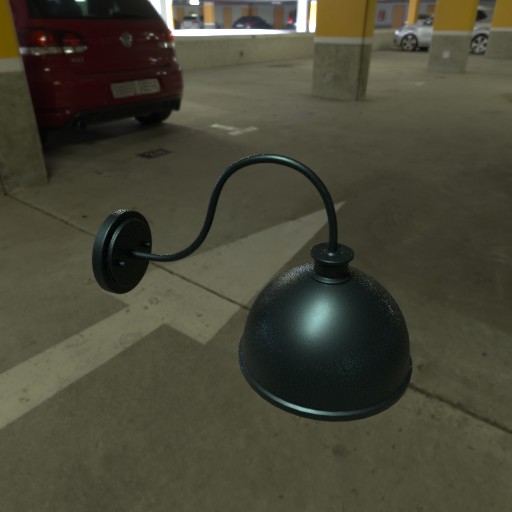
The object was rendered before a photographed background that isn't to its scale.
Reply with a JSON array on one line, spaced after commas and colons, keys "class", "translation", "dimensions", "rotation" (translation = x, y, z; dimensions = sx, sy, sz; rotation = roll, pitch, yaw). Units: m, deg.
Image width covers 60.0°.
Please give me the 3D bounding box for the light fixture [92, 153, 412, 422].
[{"class": "light fixture", "translation": [0.000, 0.000, 0.627], "dimensions": [0.467, 0.295, 0.253], "rotation": [10, 29, 18]}]
